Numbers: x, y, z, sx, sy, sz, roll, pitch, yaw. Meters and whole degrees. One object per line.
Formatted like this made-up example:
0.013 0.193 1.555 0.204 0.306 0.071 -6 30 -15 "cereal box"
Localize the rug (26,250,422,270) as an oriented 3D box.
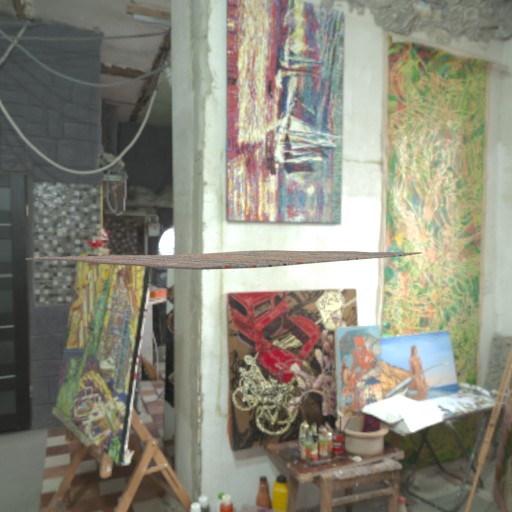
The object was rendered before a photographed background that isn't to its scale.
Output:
0.000 0.000 3.085 1.537 0.029 2.439 1 2 37 "rug"
